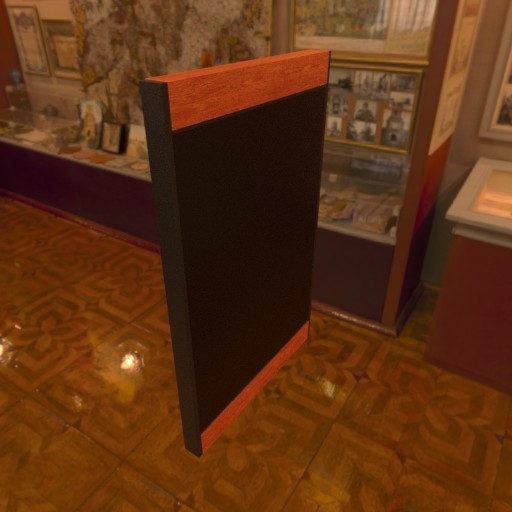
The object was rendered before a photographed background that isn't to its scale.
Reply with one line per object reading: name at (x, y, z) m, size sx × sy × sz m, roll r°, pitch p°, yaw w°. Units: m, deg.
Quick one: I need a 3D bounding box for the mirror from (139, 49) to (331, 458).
mirror at (0.000, 0.000, 1.019) m, size 0.047 × 0.823 × 0.525 m, roll 19°, pitch 36°, yaw 30°
